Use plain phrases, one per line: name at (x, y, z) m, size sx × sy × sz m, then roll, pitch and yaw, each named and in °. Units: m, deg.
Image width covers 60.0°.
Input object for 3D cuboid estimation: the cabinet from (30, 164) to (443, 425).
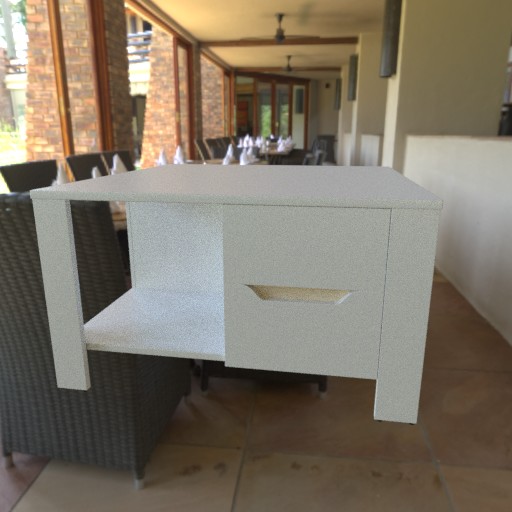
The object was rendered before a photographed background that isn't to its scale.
cabinet at (0.000, 0.000, 1.280) m, size 0.800 × 0.460 × 0.800 m, roll 3°, pitch 16°, yaw 9°
